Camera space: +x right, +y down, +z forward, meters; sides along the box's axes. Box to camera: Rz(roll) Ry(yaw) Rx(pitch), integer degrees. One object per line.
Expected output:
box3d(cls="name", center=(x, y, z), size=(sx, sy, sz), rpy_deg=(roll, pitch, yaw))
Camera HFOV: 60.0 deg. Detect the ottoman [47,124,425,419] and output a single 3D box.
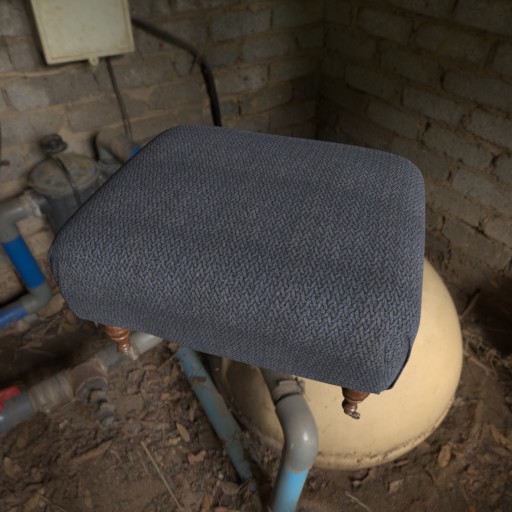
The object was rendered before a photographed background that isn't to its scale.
box3d(cls="ottoman", center=(0.000, 0.000, 1.097), size=(0.747, 0.450, 0.622), rpy_deg=(11, 42, 13))
